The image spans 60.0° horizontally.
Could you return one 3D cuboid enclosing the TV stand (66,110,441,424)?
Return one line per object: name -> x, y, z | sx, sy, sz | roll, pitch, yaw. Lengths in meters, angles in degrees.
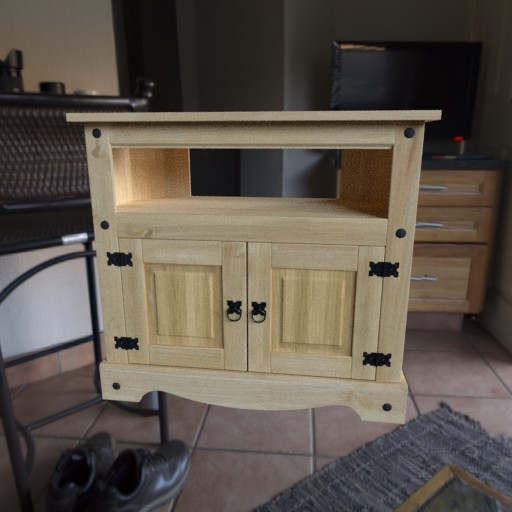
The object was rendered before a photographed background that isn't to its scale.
TV stand -> 0.000, 0.000, 1.298 | 0.851, 0.781, 0.425 | 2, 15, 8
